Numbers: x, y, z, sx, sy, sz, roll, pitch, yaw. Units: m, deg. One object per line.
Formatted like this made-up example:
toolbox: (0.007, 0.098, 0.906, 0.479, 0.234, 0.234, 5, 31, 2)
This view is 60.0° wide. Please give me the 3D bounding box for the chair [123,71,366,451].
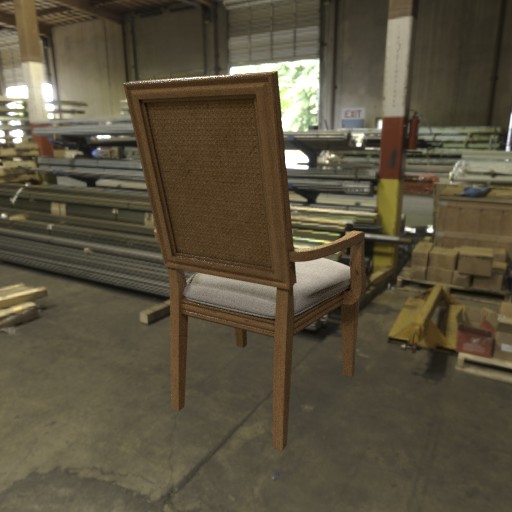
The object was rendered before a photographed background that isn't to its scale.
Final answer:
chair: (0.000, 0.000, 1.383, 0.606, 0.990, 0.602, 9, 18, 28)
